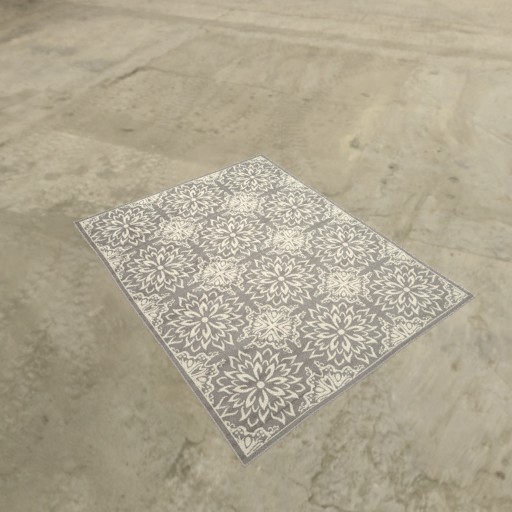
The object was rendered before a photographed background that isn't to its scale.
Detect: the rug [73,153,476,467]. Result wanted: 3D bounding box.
[{"bbox_3d":[0.000,0.000,4.065,2.363,0.012,2.980,-26,48,-26],"label":"rug"}]
